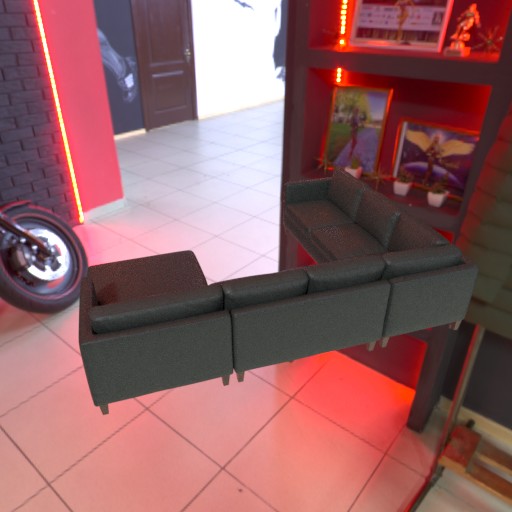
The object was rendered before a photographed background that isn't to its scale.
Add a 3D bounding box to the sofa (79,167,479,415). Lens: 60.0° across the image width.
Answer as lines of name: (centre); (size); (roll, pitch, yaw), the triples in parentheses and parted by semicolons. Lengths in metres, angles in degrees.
sofa: (0.000, 0.000, 4.709); (3.460, 0.923, 2.593); (-9, 31, -16)
